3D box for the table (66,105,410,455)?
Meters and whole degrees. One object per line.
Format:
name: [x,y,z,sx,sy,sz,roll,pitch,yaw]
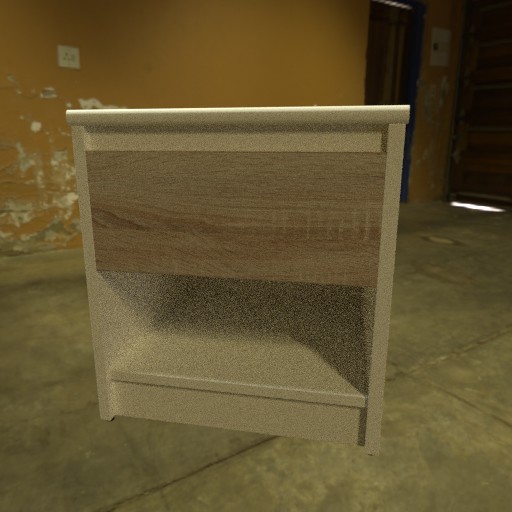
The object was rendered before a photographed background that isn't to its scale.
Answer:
table: [0.000,0.000,0.763,0.420,0.460,0.380,3,15,11]
